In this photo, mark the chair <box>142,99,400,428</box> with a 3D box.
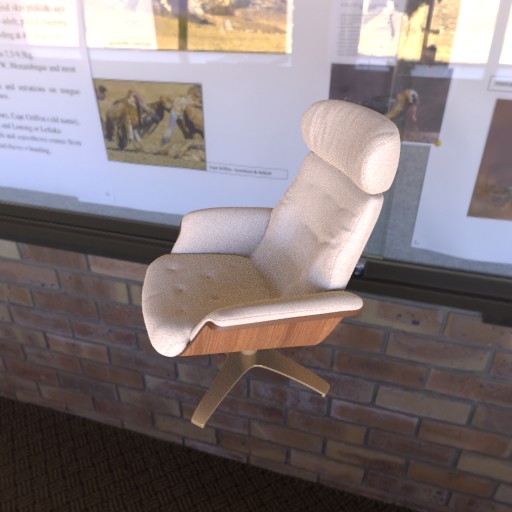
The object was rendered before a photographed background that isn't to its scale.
[{"bbox_3d":[0.000,0.000,1.595,0.837,0.995,0.785,-8,31,-13],"label":"chair"}]
